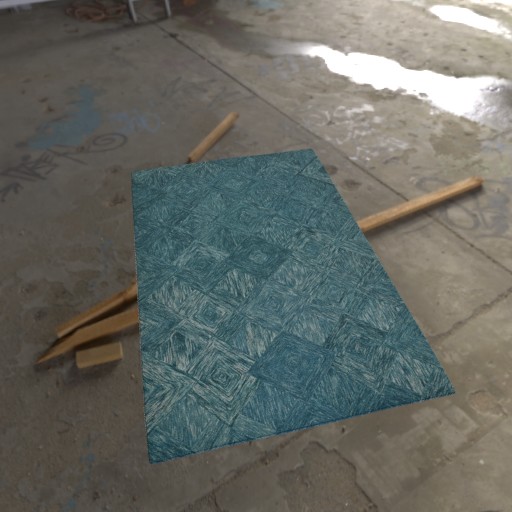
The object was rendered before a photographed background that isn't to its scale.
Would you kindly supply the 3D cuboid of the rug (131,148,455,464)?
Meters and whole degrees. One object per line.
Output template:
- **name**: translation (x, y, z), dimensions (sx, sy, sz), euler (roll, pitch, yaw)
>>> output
- **rug**: translation (0.000, 0.000, 2.142), dimensions (1.136, 0.017, 1.728), euler (-9, 46, -9)
